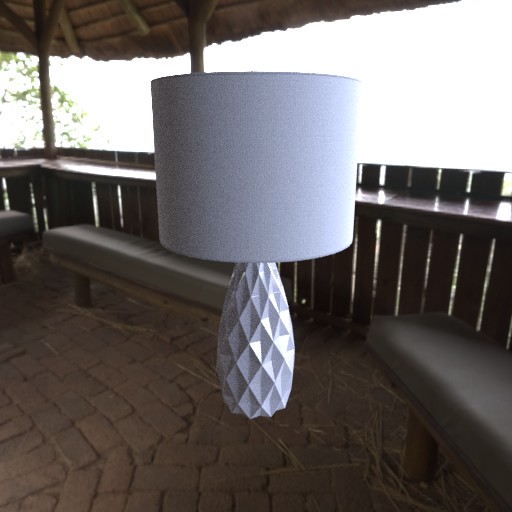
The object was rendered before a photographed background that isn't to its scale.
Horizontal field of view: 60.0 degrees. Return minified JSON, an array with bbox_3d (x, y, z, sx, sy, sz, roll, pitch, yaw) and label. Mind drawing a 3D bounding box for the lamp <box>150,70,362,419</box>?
[{"bbox_3d":[0.000,0.000,0.706,0.297,0.522,0.297,0,16,0],"label":"lamp"}]
